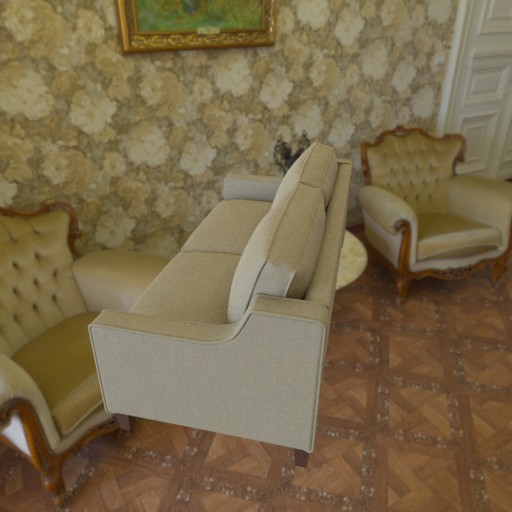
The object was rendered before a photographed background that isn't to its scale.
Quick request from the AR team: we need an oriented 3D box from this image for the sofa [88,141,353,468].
[{"bbox_3d":[0.000,0.000,2.851,1.066,1.071,2.178,7,29,12],"label":"sofa"}]
